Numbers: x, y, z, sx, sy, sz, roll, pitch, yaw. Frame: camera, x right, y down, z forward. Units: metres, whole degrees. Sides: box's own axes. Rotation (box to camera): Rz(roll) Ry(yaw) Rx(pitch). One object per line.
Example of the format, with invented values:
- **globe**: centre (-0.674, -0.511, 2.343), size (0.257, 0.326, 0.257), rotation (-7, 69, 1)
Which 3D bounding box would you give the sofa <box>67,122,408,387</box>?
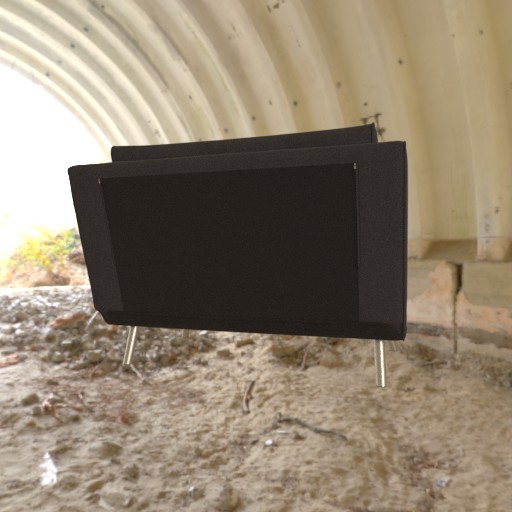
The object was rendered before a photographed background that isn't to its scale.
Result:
- **sofa**: centre (0.000, 0.000, 1.899), size (1.220, 0.910, 0.910), rotation (0, 0, 18)
